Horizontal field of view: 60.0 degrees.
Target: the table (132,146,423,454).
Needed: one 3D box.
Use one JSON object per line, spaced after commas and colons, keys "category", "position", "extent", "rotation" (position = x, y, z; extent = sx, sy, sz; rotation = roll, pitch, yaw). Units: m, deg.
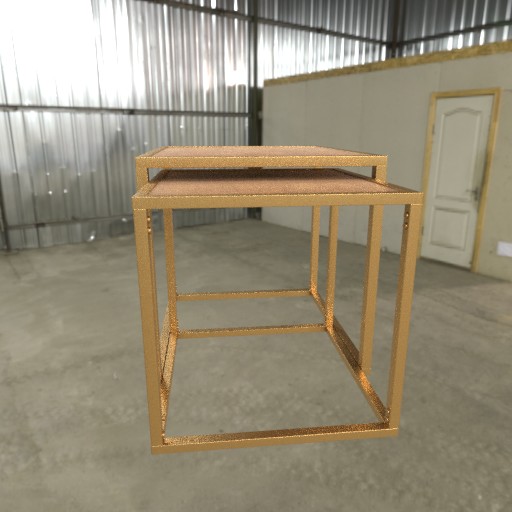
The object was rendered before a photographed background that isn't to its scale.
{"category": "table", "position": [0.000, 0.000, 1.102], "extent": [0.505, 0.505, 0.762], "rotation": [-2, 16, -6]}
